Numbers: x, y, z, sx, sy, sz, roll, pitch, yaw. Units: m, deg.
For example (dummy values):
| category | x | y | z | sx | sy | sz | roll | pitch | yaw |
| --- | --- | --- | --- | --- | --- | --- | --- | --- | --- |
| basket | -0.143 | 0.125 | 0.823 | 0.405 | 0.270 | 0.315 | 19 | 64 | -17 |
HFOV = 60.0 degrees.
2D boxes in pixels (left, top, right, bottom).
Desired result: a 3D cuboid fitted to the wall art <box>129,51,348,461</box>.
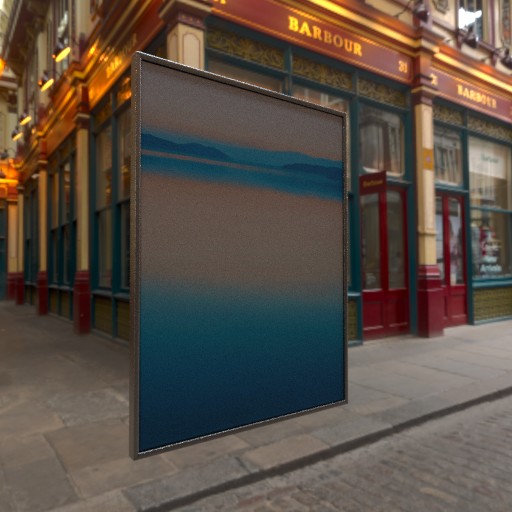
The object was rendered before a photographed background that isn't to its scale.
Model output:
| category | x | y | z | sx | sy | sz | roll | pitch | yaw |
| --- | --- | --- | --- | --- | --- | --- | --- | --- | --- |
| wall art | 0.000 | 0.000 | 1.396 | 0.801 | 1.062 | 0.037 | 1 | -2 | -36 |
